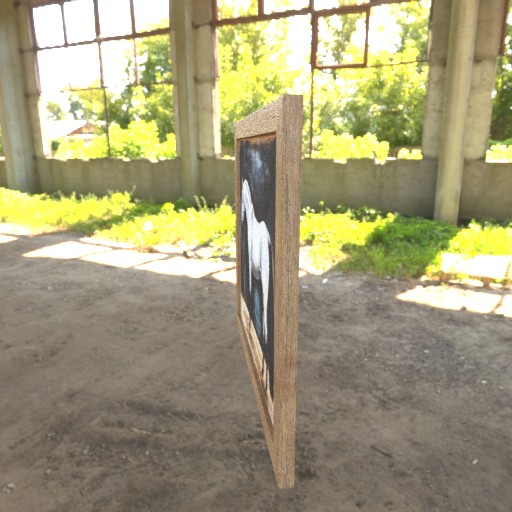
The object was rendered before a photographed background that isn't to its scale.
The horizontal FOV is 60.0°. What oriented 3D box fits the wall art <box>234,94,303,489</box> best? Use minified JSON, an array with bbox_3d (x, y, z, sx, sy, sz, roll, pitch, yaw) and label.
[{"bbox_3d":[0.000,0.000,0.962,0.026,0.588,0.690,-2,14,-8],"label":"wall art"}]
